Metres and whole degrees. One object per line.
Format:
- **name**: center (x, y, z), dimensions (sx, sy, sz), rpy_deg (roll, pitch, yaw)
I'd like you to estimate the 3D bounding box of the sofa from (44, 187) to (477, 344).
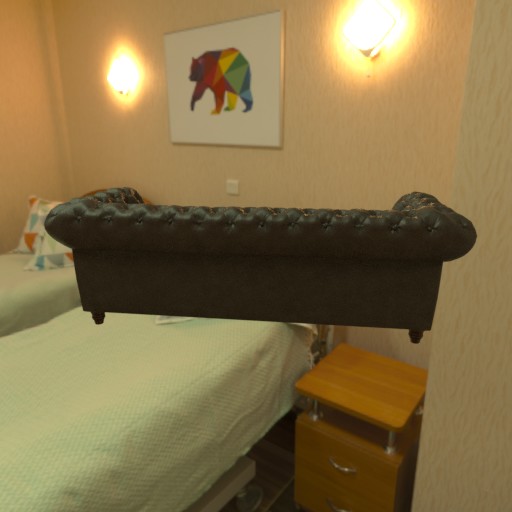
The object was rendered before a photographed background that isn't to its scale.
- **sofa**: center (0.000, 0.000, 2.830), dimensions (2.385, 0.783, 0.944), rpy_deg (2, 17, 7)
